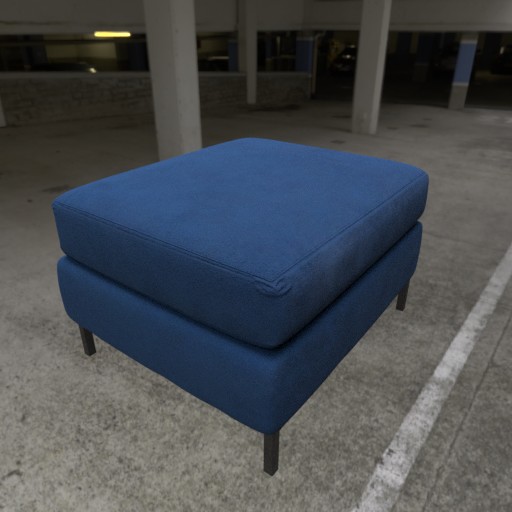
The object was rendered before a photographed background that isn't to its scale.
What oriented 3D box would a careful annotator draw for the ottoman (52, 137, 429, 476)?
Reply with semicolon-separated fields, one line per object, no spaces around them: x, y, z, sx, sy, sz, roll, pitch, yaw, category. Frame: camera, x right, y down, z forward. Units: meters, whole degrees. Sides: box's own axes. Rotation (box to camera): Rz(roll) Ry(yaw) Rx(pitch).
0.000;0.000;1.180;0.655;0.485;0.794;19;33;32;ottoman
